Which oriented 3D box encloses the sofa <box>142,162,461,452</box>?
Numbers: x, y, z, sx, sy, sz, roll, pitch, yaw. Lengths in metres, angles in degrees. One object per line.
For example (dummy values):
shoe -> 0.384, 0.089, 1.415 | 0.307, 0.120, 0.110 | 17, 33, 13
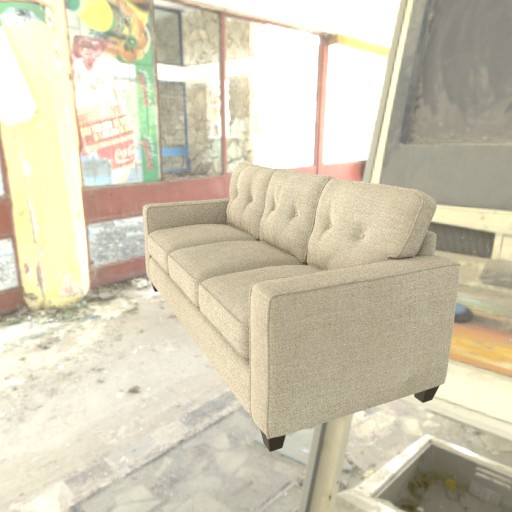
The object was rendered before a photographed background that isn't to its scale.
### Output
sofa -> 0.000, 0.000, 2.625 | 0.939, 0.965, 2.133 | -7, 17, -24
